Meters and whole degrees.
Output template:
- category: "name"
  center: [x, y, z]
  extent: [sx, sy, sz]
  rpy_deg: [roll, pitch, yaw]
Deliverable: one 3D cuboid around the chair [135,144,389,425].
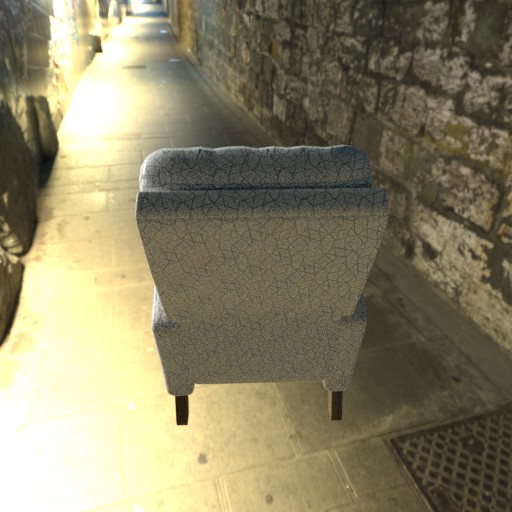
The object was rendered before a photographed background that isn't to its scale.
- category: "chair"
  center: [0.000, 0.000, 1.730]
  extent: [0.796, 1.064, 0.995]
  rpy_deg: [-1, 31, -2]
